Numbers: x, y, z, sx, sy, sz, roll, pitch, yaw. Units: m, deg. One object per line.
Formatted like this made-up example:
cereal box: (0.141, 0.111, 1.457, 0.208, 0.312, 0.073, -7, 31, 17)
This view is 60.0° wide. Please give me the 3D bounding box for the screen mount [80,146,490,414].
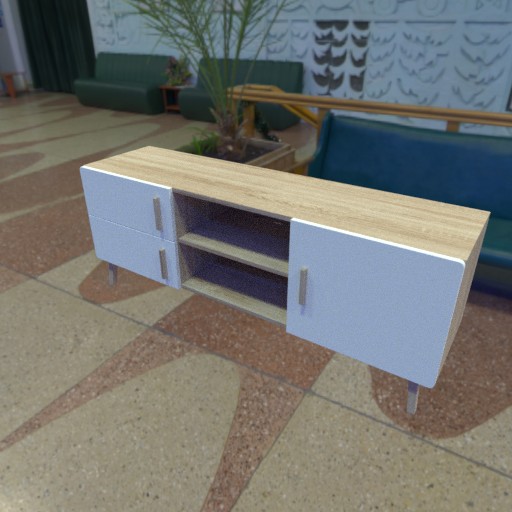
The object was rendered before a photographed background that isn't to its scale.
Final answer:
screen mount: (0.000, 0.000, 1.744, 1.500, 0.570, 0.420, 17, 33, 29)
